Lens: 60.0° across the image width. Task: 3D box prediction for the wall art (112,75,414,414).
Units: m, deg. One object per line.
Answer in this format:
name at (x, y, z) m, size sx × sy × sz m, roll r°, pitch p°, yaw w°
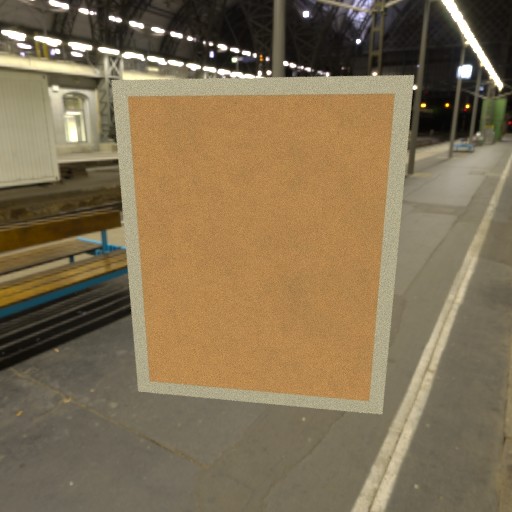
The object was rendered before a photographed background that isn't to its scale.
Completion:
wall art at (0.000, 0.000, 1.086) m, size 0.661 × 0.811 × 0.026 m, roll 3°, pitch 17°, yaw 9°
